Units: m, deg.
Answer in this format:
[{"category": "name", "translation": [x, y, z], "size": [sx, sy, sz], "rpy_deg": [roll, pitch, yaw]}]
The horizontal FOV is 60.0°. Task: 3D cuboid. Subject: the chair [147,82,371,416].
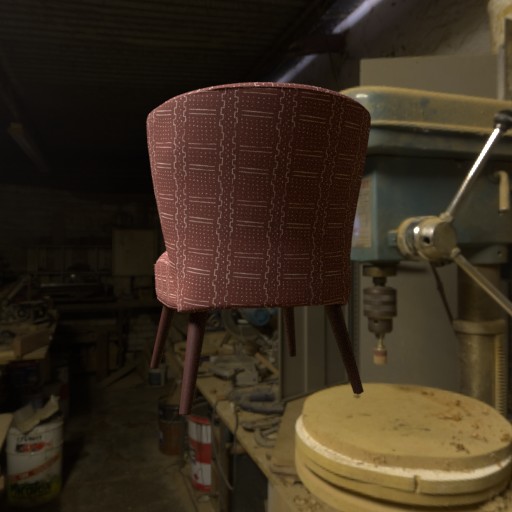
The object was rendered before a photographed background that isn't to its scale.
[{"category": "chair", "translation": [0.000, 0.000, 1.448], "size": [0.706, 0.866, 0.758], "rpy_deg": [0, 0, -20]}]
